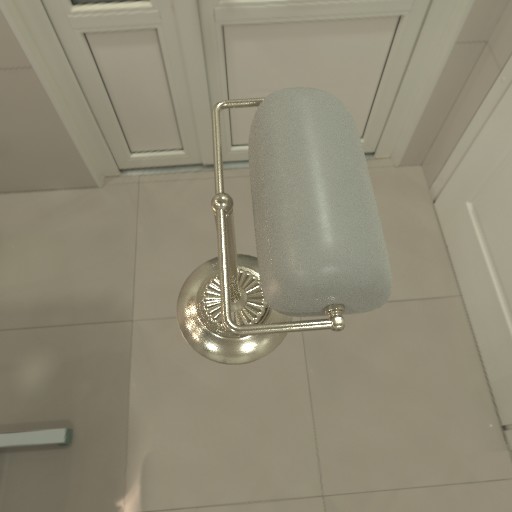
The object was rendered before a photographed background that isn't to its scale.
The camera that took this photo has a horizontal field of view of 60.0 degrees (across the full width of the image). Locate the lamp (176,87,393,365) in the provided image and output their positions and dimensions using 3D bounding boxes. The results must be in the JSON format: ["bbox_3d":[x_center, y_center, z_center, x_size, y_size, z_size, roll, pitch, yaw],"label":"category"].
[{"bbox_3d":[0.000,0.000,0.528,0.243,0.339,0.264,-4,64,-2],"label":"lamp"}]
